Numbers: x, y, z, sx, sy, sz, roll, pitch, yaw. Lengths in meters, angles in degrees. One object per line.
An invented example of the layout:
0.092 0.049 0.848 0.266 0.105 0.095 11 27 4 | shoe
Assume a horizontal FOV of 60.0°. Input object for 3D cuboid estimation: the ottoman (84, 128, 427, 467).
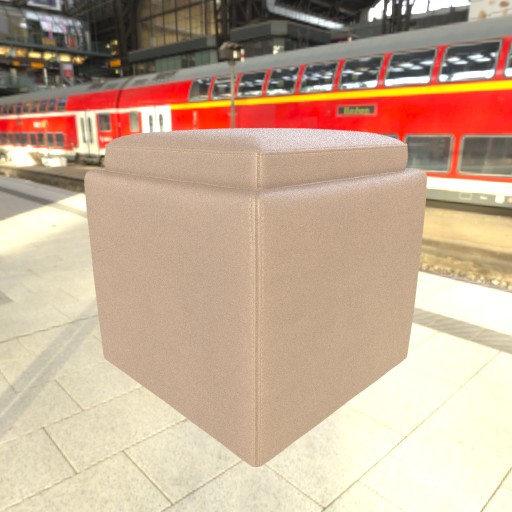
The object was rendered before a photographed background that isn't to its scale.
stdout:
0.000 0.000 0.830 0.451 0.460 0.450 15 22 43 | ottoman
